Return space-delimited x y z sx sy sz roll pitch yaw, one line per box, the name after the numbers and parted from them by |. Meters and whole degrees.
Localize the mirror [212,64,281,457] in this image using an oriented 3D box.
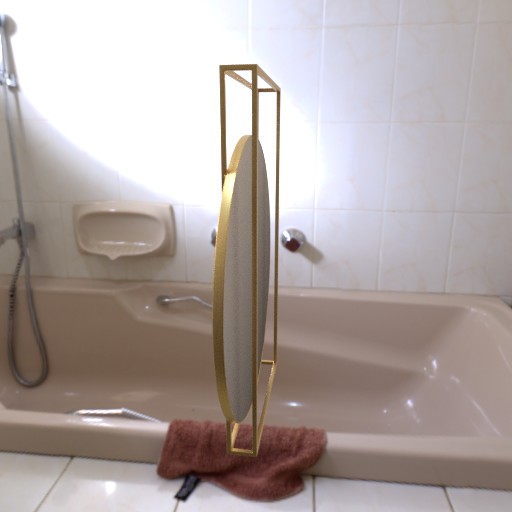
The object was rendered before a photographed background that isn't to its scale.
0.000 0.000 0.807 0.051 0.603 0.508 2 15 8 | mirror
